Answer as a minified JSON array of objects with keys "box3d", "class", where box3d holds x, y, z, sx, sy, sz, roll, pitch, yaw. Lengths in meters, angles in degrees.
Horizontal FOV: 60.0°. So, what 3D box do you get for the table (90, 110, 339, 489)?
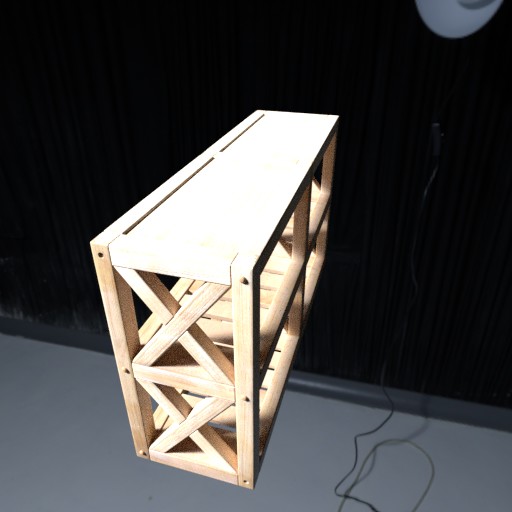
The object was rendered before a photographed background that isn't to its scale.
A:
[{"box3d":[0.000,0.000,1.668,0.381,0.762,1.320,9,32,14],"class":"table"}]
